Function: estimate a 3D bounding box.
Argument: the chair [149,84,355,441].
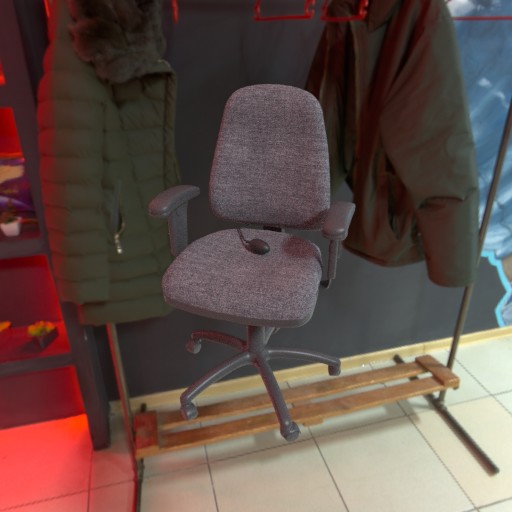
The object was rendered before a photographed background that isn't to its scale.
[{"bbox_3d":[0.000,0.000,1.297,0.550,0.910,0.530,8,29,15],"label":"chair"}]
